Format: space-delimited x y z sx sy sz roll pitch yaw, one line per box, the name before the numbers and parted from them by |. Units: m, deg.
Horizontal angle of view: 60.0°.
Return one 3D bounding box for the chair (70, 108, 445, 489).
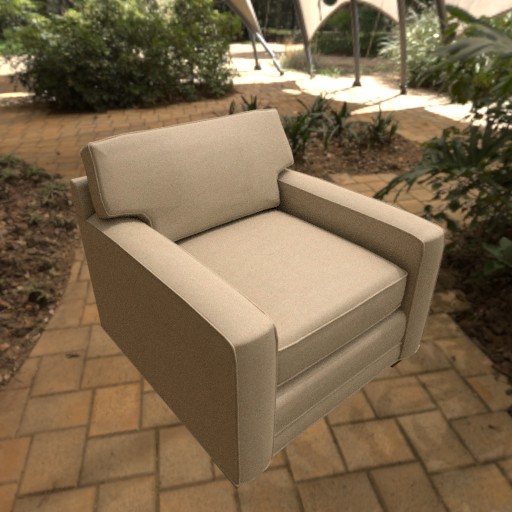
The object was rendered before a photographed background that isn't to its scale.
chair | 0.000 0.000 1.751 0.998 0.913 1.043 -23 37 -34
